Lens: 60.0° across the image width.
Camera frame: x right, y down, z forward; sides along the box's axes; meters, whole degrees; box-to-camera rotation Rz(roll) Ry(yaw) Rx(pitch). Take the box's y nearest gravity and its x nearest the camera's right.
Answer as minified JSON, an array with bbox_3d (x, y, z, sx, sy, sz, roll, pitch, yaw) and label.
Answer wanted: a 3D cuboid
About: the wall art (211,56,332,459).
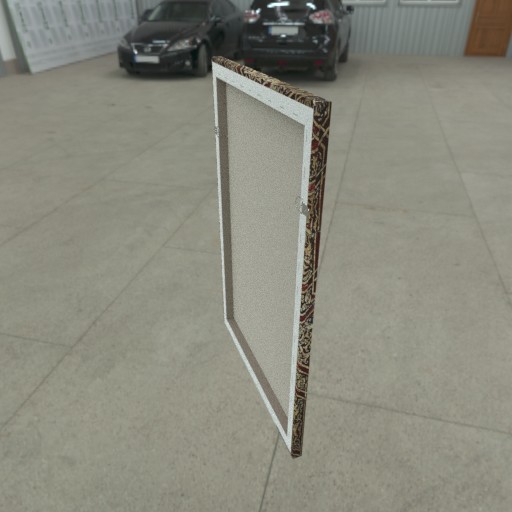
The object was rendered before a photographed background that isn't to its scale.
[{"bbox_3d":[0.000,0.000,1.175,0.030,0.904,0.599,-11,33,-18],"label":"wall art"}]
